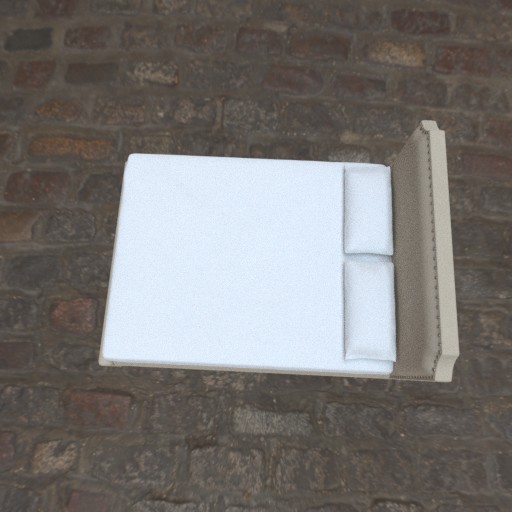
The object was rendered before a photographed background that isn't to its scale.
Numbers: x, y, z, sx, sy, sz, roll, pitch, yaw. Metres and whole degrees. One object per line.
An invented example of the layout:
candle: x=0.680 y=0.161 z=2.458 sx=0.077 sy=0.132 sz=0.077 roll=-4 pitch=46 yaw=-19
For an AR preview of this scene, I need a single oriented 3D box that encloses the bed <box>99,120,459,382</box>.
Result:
bed: x=0.000 y=0.000 z=3.325 sx=2.329 sy=1.415 sz=1.703 roll=3 pitch=75 yaw=1
